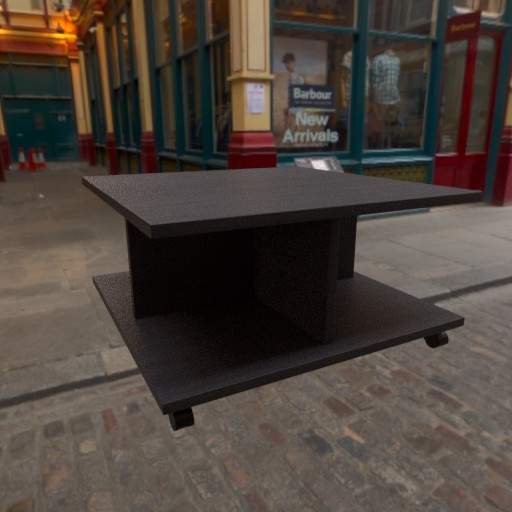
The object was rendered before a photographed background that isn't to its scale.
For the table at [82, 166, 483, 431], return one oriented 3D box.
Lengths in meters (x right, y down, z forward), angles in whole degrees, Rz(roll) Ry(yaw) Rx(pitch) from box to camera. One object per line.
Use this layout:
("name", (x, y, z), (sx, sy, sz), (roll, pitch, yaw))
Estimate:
("table", (0.000, 0.000, 1.212), (0.762, 0.396, 0.762), (-8, 18, -27))
